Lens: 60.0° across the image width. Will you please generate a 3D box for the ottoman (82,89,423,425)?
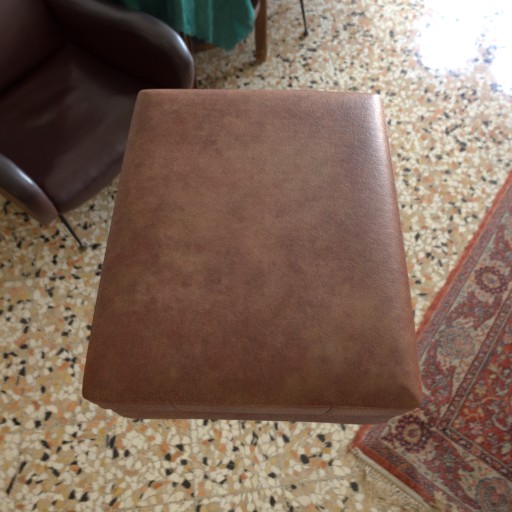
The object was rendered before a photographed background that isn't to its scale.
[{"bbox_3d":[0.000,0.000,1.712,0.965,0.667,1.186,1,64,1],"label":"ottoman"}]
